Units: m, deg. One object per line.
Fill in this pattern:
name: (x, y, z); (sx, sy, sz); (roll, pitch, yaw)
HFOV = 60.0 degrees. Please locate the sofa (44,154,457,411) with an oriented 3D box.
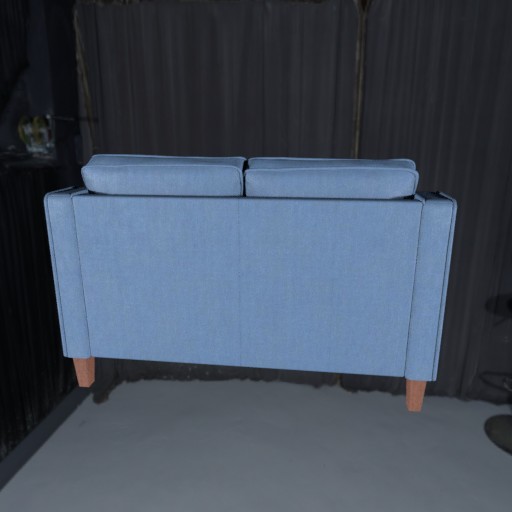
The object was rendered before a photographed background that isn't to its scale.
sofa: (0.000, 0.000, 2.136); (1.501, 0.971, 0.987); (2, 15, 7)
